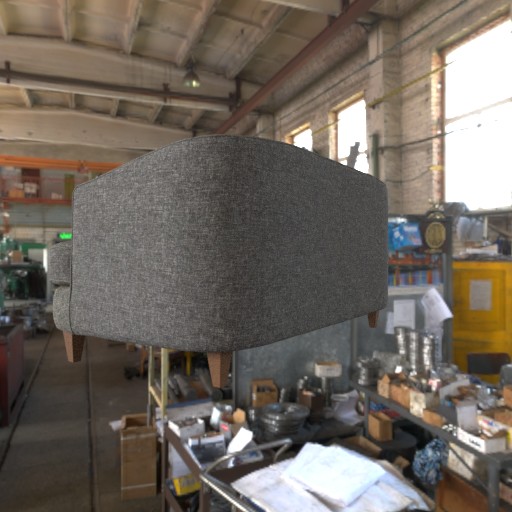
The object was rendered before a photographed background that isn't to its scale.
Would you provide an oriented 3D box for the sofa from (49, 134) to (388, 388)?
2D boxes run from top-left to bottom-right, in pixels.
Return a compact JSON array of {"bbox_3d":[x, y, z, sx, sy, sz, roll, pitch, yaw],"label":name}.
[{"bbox_3d":[0.000,0.000,2.256,0.941,0.855,1.733,0,1,35],"label":"sofa"}]
